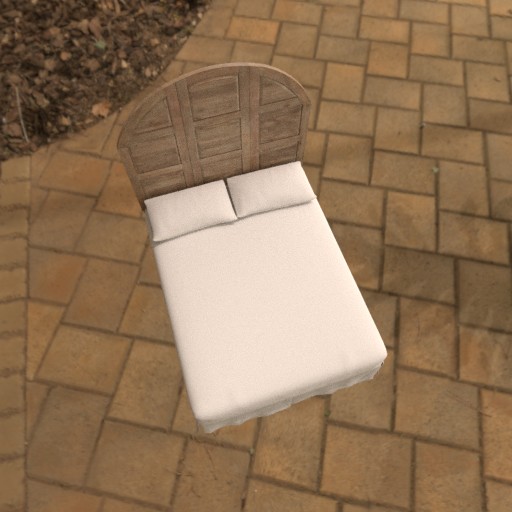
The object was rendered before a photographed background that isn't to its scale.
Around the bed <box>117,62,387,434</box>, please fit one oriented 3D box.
[{"bbox_3d":[0.000,0.000,3.529,1.713,2.002,2.112,-16,63,-8],"label":"bed"}]
